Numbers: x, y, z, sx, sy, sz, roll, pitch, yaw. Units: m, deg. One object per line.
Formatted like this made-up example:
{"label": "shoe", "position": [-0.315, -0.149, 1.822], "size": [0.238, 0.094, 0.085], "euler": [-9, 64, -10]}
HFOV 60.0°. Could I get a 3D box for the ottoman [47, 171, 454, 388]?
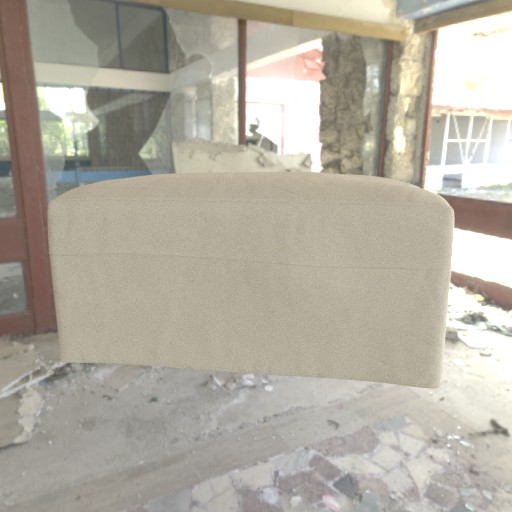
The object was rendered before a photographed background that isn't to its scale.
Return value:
{"label": "ottoman", "position": [0.000, 0.000, 1.189], "size": [0.872, 0.444, 0.590], "euler": [2, 14, 8]}
